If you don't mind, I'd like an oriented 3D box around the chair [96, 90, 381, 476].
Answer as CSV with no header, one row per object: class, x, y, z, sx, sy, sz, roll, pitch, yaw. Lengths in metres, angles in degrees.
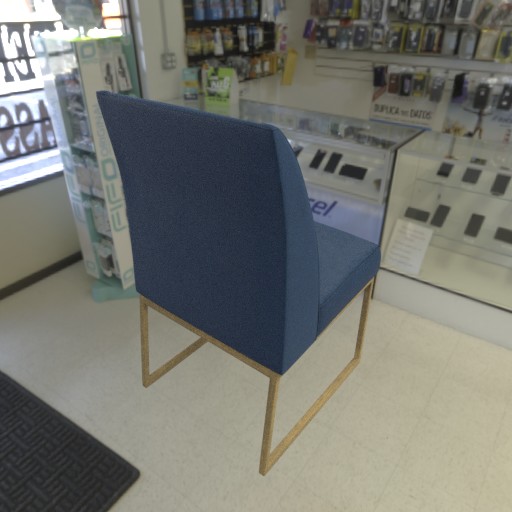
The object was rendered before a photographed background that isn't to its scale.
chair,0.000,0.000,1.185,0.508,0.863,0.522,23,38,32
